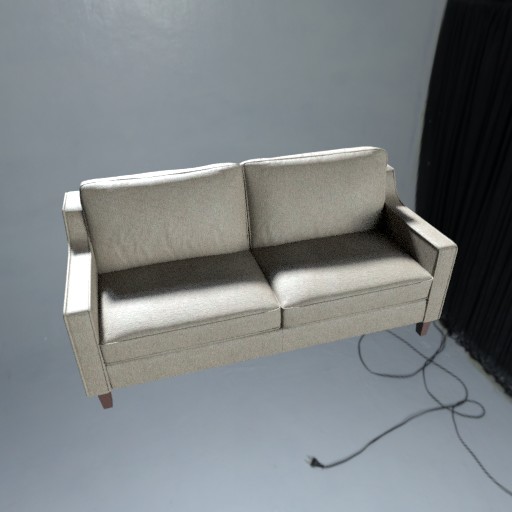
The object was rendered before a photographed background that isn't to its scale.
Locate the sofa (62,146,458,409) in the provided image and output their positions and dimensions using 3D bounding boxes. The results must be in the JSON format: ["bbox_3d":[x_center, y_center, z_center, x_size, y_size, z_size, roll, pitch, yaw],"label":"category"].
[{"bbox_3d":[0.000,0.000,2.810,2.181,1.074,1.073,-9,34,-14],"label":"sofa"}]
